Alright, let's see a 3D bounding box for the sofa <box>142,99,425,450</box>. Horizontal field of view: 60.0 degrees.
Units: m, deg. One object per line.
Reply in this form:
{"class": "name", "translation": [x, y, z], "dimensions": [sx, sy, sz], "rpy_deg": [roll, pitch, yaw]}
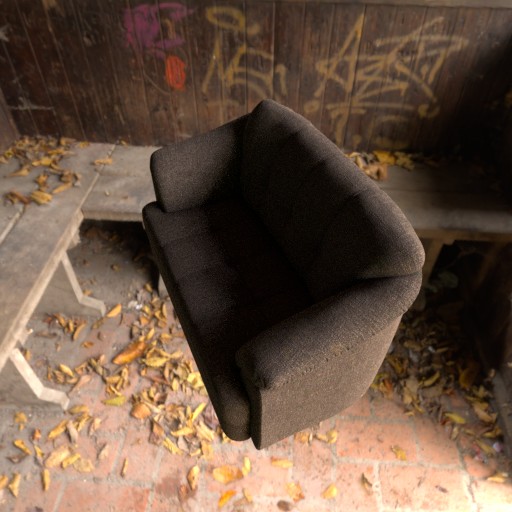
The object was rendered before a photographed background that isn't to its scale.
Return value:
{"class": "sofa", "translation": [0.000, 0.000, 1.999], "dimensions": [0.799, 0.895, 1.404], "rpy_deg": [-18, 48, -17]}
